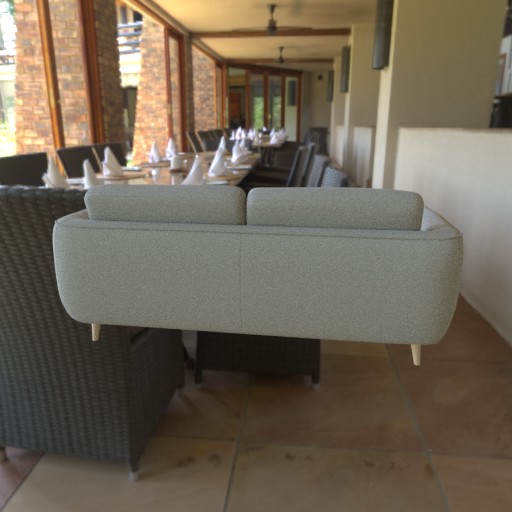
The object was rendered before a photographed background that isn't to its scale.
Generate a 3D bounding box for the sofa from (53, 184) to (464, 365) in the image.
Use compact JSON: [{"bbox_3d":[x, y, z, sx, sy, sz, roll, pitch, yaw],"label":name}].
[{"bbox_3d":[0.000,0.000,2.474,2.000,0.850,0.920,2,17,8],"label":"sofa"}]
